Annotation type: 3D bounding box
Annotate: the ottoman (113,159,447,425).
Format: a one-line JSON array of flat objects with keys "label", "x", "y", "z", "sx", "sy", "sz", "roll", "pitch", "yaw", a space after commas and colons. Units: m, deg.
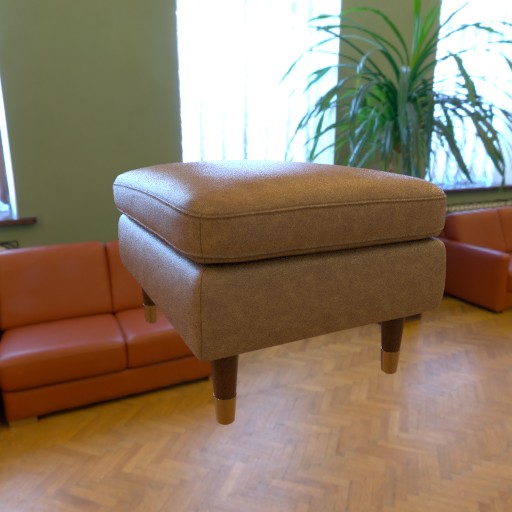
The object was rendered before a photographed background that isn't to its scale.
[{"label": "ottoman", "x": 0.000, "y": 0.000, "z": 1.131, "sx": 0.593, "sy": 0.478, "sz": 0.747, "roll": -7, "pitch": 16, "yaw": -26}]
